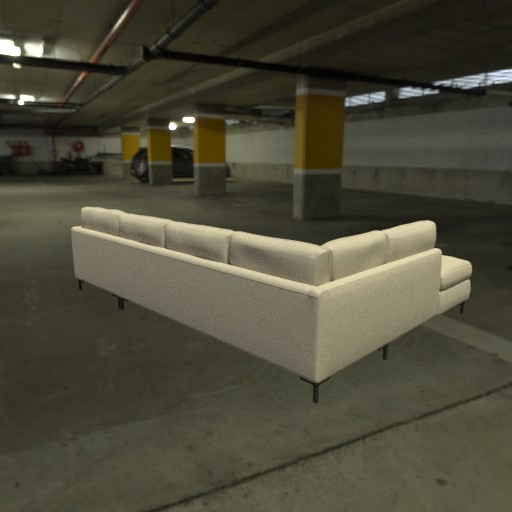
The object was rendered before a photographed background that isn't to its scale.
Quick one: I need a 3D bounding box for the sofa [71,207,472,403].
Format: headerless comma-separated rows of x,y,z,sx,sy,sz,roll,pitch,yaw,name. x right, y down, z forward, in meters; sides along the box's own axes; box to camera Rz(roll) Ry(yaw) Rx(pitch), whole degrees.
0.000,0.000,3.598,1.879,0.756,2.737,-12,18,-44,sofa
